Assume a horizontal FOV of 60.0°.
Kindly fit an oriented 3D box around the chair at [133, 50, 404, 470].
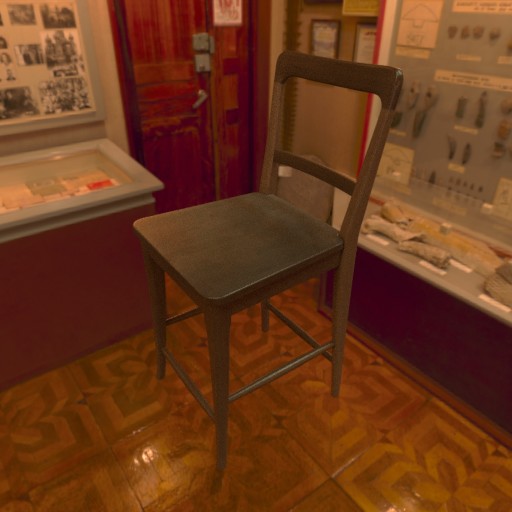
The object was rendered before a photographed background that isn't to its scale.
[{"bbox_3d":[0.000,0.000,1.244,0.546,0.991,0.450,-20,36,-29],"label":"chair"}]
